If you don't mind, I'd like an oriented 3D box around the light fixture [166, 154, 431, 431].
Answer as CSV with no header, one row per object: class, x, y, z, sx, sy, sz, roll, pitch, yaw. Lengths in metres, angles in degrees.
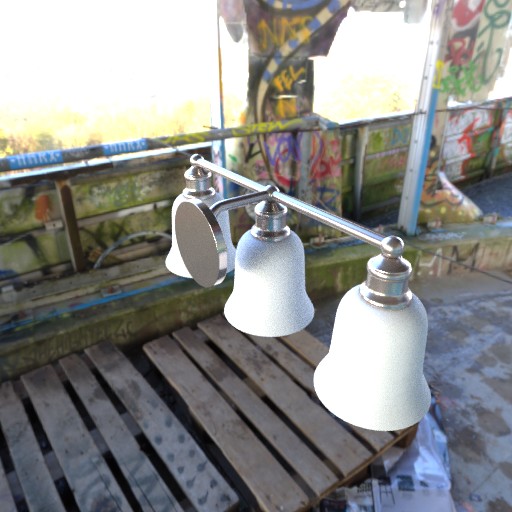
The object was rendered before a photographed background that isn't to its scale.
light fixture,0.000,0.000,0.656,0.198,0.211,0.570,-18,33,-32
